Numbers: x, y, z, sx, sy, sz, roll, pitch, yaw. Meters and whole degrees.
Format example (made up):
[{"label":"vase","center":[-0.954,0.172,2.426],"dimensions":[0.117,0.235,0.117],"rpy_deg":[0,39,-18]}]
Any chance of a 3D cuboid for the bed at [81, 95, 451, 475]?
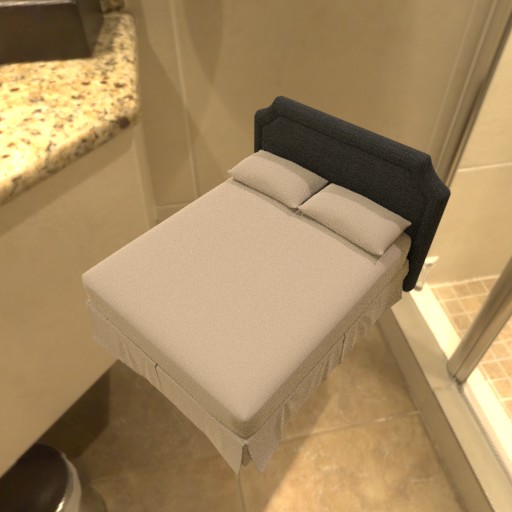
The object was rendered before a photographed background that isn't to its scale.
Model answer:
[{"label":"bed","center":[0.000,0.000,3.316],"dimensions":[1.828,1.297,2.208],"rpy_deg":[32,54,27]}]
